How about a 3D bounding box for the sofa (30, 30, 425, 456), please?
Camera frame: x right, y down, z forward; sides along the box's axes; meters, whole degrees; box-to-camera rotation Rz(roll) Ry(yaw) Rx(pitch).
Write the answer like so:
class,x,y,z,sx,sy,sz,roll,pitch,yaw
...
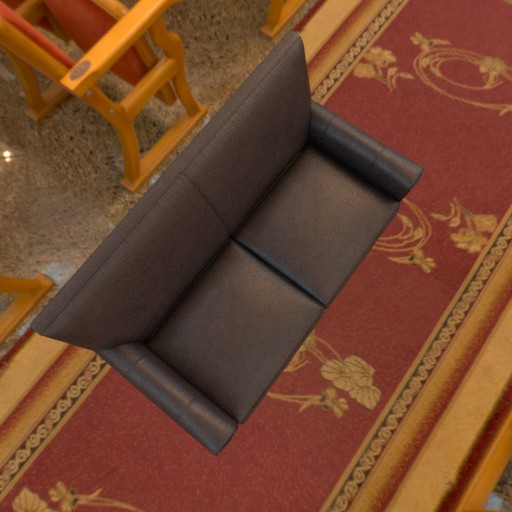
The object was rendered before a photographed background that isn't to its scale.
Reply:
class,x,y,z,sx,sy,sz,roll,pitch,yaw
sofa,0.000,0.000,1.973,0.787,0.871,1.473,36,78,9
